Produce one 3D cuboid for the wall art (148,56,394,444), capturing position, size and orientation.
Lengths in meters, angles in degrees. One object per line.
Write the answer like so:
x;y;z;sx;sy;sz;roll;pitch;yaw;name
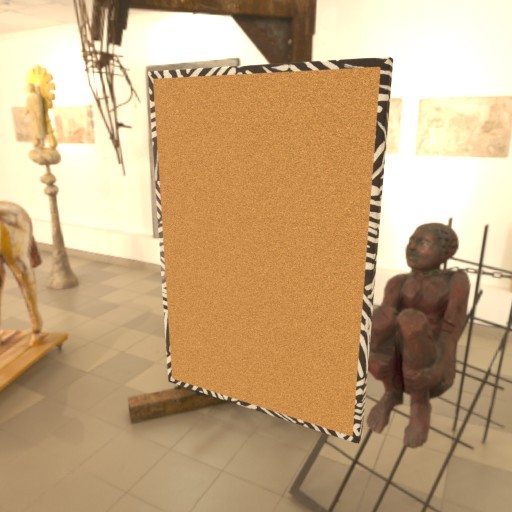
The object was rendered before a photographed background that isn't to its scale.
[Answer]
0.000;0.000;1.156;0.615;0.918;0.035;9;19;26;wall art
